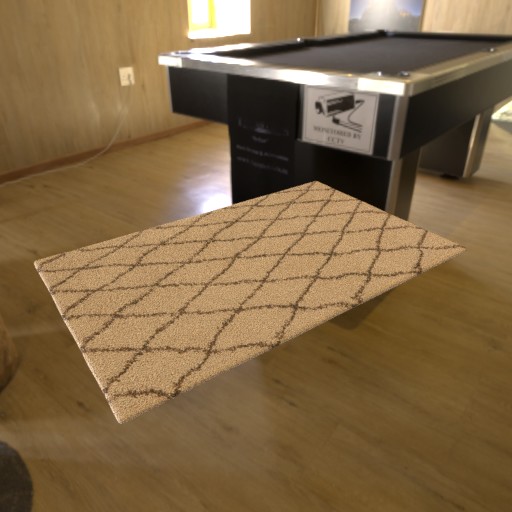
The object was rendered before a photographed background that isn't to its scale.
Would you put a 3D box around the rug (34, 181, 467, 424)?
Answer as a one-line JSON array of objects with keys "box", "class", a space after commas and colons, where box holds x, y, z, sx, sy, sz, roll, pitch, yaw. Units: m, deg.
[{"box": [0.000, 0.000, 2.929, 2.438, 0.030, 1.524, -20, 36, -30], "class": "rug"}]
